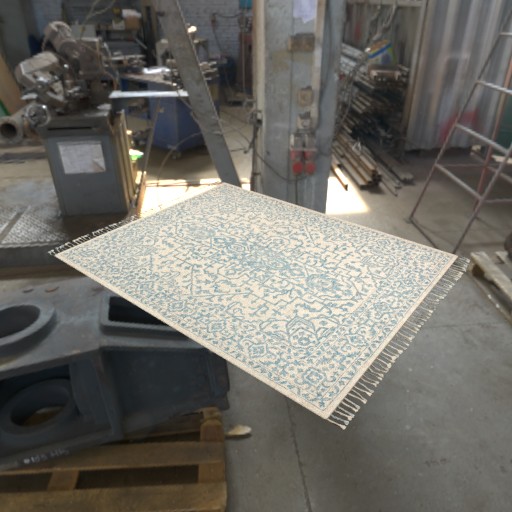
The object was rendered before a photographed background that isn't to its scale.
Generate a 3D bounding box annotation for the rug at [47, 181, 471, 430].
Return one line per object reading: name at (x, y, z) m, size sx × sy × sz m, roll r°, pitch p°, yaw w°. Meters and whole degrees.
rug at (0.000, 0.000, 4.277) m, size 3.327 × 0.010 × 2.464 m, roll 22°, pitch 38°, yaw 33°
